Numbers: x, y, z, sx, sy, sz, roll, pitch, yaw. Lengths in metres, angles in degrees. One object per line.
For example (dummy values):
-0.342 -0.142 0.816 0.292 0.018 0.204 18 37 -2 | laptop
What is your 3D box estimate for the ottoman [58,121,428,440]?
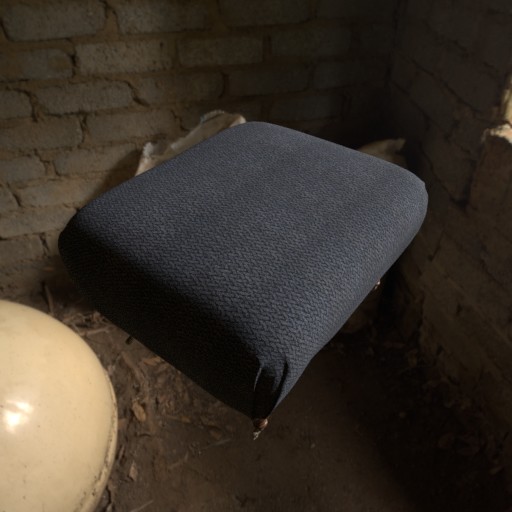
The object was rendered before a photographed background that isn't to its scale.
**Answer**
0.000 0.000 1.145 0.622 0.450 0.747 27 48 27 | ottoman
